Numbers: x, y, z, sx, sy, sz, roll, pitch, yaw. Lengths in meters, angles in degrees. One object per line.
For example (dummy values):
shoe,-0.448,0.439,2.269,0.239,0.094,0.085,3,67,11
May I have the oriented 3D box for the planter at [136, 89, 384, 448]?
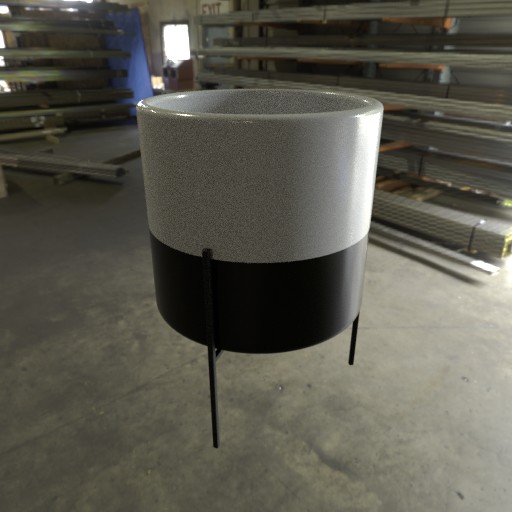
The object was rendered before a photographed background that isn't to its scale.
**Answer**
planter,0.000,0.000,0.643,0.310,0.432,0.310,18,31,32
